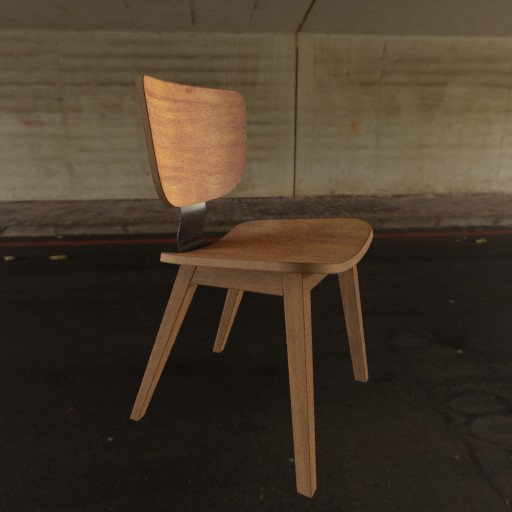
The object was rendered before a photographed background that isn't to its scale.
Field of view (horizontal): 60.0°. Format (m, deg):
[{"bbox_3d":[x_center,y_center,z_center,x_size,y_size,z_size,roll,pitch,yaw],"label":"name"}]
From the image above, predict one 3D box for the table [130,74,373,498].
[{"bbox_3d":[0.000,0.000,1.084,0.500,0.805,0.499,7,17,25],"label":"table"}]
